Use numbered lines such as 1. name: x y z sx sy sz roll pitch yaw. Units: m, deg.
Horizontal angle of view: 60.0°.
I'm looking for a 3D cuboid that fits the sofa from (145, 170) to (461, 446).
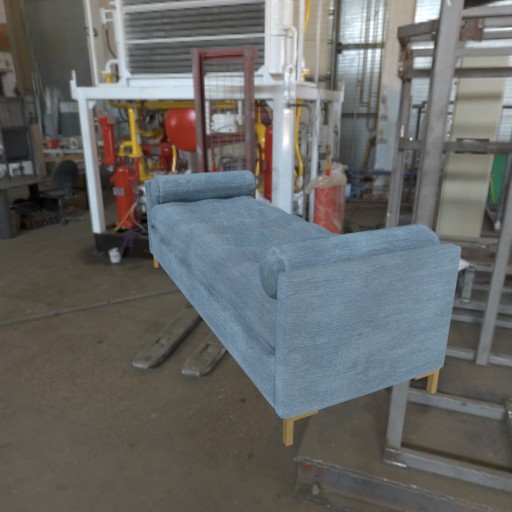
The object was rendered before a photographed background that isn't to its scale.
1. sofa: 0.000 0.000 2.508 0.796 0.705 2.102 -9 21 -24
